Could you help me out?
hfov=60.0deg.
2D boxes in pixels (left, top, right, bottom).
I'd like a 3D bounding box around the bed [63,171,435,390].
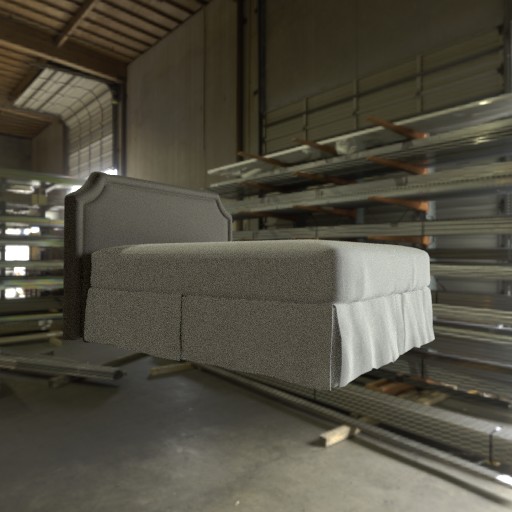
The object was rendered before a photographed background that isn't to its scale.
[{"bbox_3d":[0.000,0.000,3.312,2.181,1.297,1.831,0,0,36],"label":"bed"}]
